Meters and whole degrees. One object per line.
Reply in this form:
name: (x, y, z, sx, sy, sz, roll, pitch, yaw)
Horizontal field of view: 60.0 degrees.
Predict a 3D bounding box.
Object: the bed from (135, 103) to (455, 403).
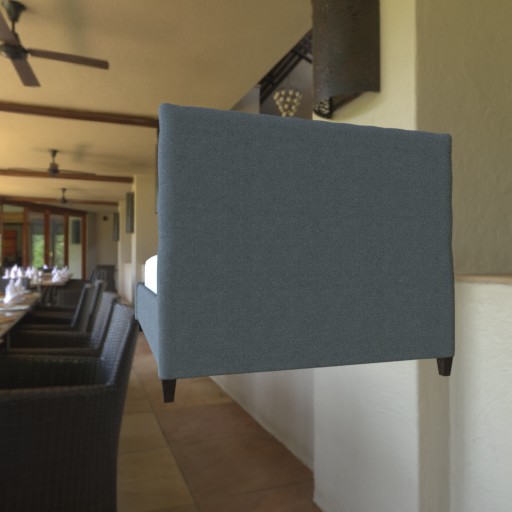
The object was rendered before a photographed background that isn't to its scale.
bed: (0.000, 0.000, 3.410, 1.698, 1.411, 2.335, 0, -1, -18)
